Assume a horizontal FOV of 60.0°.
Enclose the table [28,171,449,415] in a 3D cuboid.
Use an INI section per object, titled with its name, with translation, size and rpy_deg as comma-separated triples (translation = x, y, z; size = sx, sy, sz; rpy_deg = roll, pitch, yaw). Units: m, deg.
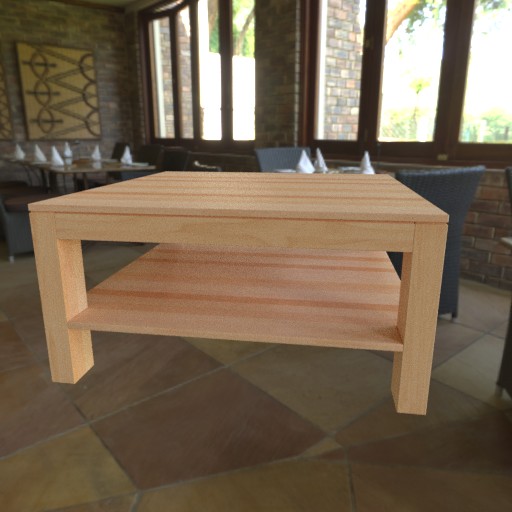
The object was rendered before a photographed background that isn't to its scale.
[table]
translation = 0.000, 0.000, 1.418
size = 0.900, 0.450, 0.900
rpy_deg = 2, 16, 8
